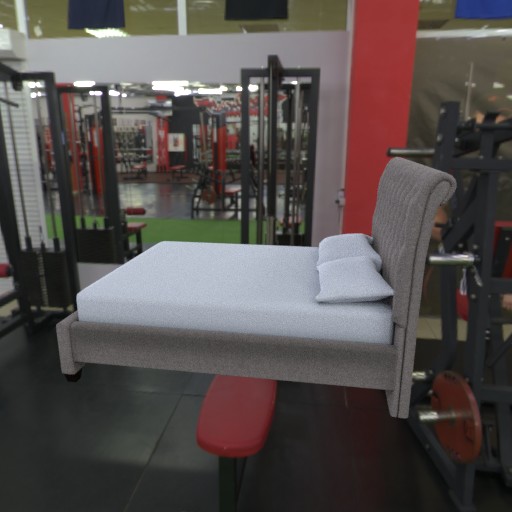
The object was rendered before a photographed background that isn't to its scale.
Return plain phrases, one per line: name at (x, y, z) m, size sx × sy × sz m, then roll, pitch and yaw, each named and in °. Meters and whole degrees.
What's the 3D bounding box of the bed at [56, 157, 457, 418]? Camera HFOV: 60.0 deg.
bed at (0.000, 0.000, 3.265) m, size 2.252 × 1.371 × 1.645 m, roll 3°, pitch 15°, yaw 9°
